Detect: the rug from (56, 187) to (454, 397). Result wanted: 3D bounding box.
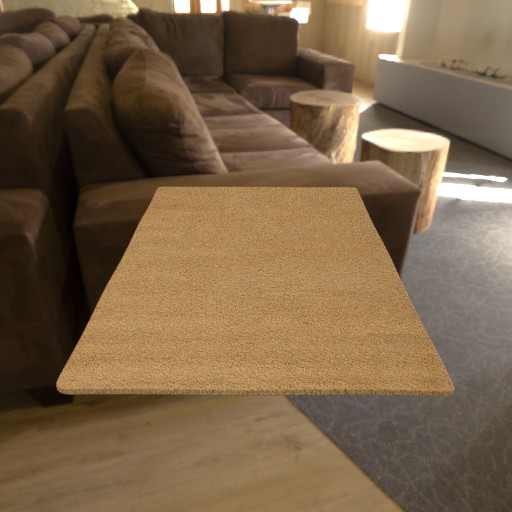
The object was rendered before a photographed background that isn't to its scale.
[{"bbox_3d":[0.000,0.000,2.005,1.199,0.025,1.600,0,31,0],"label":"rug"}]
